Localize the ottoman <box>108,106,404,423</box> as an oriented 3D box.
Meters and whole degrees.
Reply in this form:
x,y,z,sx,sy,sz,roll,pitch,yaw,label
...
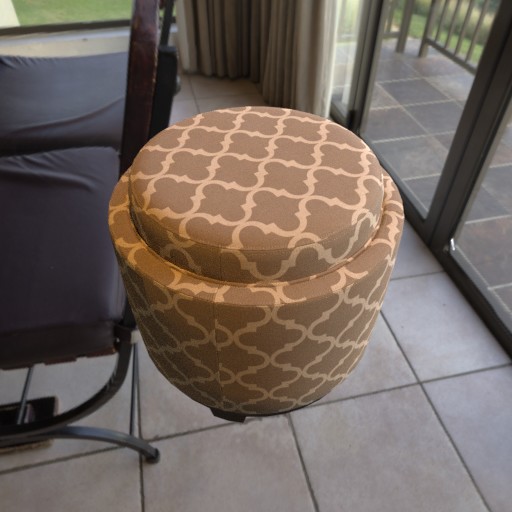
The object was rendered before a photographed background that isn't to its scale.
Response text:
x,y,z,sx,sy,sz,roll,pitch,yaw,label
0.000,0.000,0.824,0.480,0.429,0.480,0,45,0,ottoman
